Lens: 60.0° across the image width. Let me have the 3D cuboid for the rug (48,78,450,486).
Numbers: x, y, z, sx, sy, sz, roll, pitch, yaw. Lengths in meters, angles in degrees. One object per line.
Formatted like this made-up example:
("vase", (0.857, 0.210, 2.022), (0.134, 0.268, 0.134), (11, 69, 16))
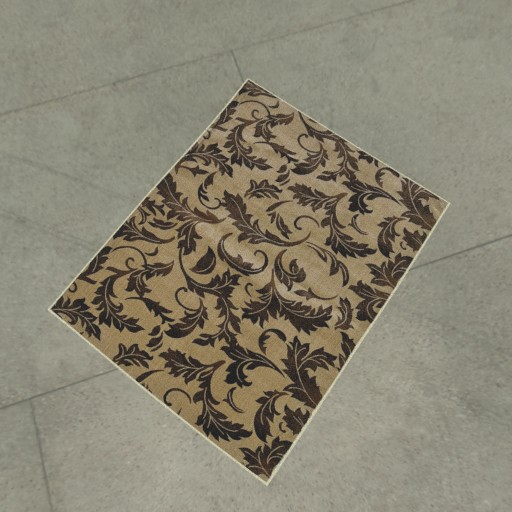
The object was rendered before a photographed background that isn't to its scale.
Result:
("rug", (0.000, 0.000, 4.015), (2.380, 0.008, 2.977), (35, 77, 9))
